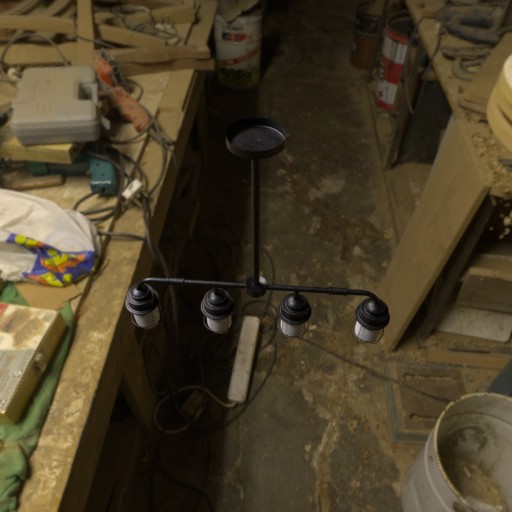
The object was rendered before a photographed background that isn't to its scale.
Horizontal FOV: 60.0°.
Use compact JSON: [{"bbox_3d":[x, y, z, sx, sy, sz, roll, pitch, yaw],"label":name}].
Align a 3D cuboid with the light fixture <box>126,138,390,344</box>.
[{"bbox_3d":[0.000,0.000,1.246,0.852,0.785,0.131,3,48,3],"label":"light fixture"}]
